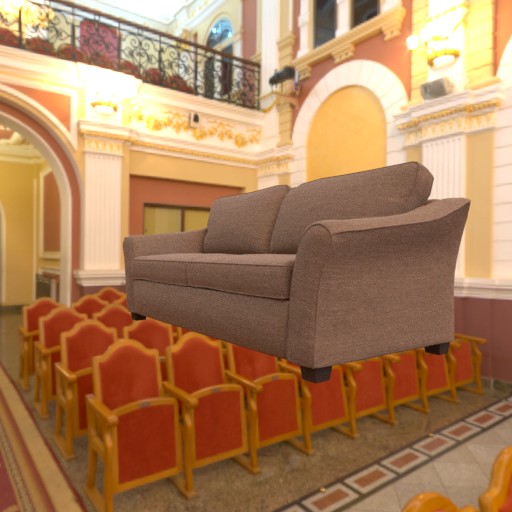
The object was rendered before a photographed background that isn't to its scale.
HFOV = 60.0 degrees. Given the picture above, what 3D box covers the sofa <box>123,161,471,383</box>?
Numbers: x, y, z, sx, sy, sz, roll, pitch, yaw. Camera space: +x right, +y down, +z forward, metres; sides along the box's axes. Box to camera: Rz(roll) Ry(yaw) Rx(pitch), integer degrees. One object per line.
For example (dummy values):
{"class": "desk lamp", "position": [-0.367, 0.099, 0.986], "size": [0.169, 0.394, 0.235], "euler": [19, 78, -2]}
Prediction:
{"class": "sofa", "position": [0.000, 0.000, 2.764], "size": [0.980, 0.965, 2.270], "euler": [0, 1, -36]}
